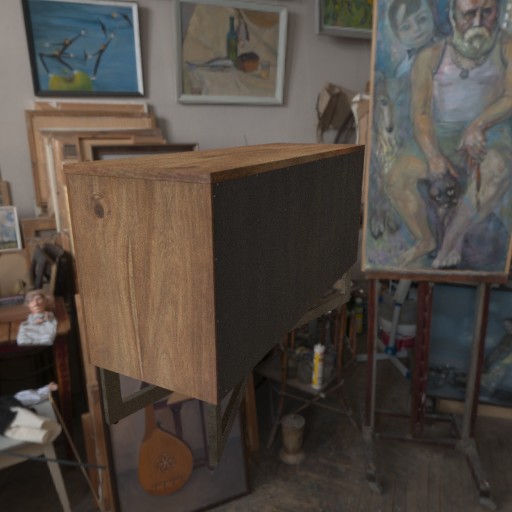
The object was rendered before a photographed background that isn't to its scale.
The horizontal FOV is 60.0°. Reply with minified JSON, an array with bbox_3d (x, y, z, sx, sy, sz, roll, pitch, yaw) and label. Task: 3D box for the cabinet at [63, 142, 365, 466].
[{"bbox_3d":[0.000,0.000,1.763,0.480,0.812,1.373,8,19,26],"label":"cabinet"}]
